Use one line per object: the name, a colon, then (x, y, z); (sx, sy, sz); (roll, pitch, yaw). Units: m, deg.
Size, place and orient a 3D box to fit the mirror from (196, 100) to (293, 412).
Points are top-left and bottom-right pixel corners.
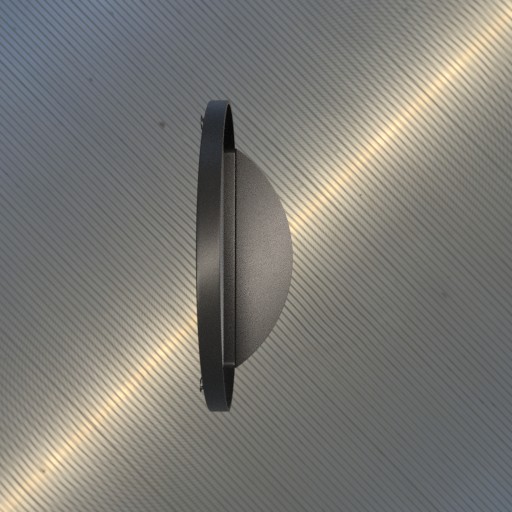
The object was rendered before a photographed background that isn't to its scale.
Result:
mirror: (0.000, 0.000, 0.690); (0.133, 0.457, 0.457); (0, 89, 0)
